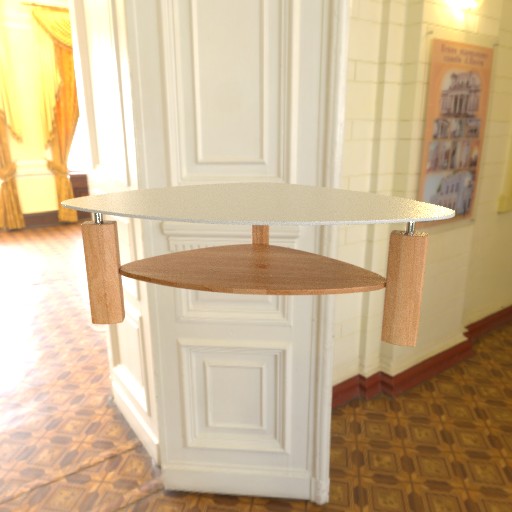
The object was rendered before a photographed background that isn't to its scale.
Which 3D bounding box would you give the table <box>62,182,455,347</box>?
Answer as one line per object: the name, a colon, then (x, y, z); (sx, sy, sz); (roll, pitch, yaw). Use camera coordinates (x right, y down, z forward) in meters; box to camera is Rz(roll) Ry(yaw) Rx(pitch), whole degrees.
table: (0.000, 0.000, 1.640); (1.250, 0.440, 0.850); (3, 17, 9)
